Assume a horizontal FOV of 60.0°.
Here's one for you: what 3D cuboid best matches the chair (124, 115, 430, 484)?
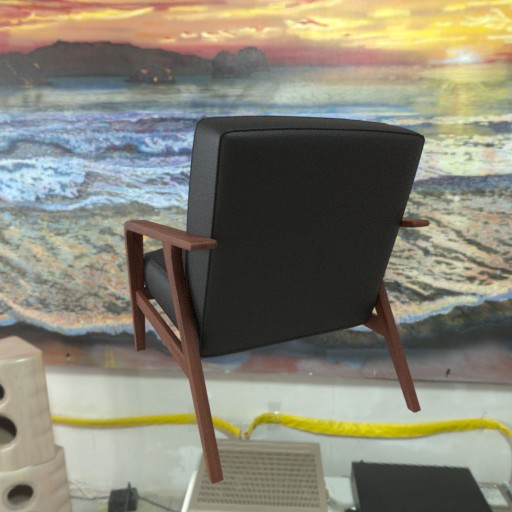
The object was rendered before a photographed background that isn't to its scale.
[{"bbox_3d":[0.000,0.000,1.493,0.719,0.861,0.889,-7,15,-26],"label":"chair"}]
